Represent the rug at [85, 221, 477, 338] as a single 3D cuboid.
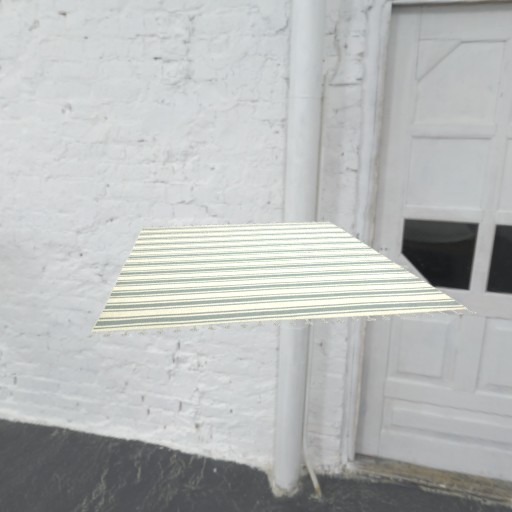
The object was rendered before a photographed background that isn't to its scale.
[{"bbox_3d":[0.000,0.000,4.214,2.439,0.005,3.201,-2,16,-8],"label":"rug"}]
